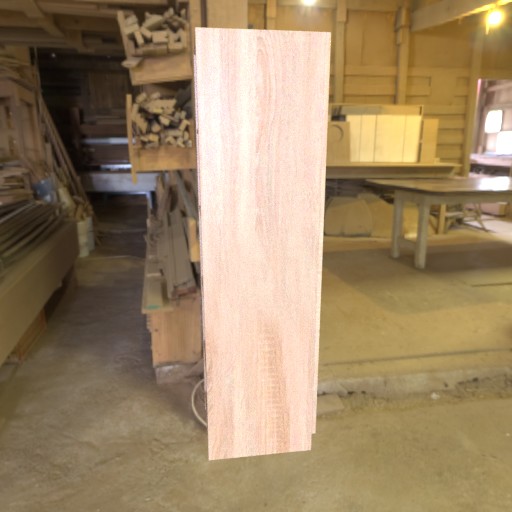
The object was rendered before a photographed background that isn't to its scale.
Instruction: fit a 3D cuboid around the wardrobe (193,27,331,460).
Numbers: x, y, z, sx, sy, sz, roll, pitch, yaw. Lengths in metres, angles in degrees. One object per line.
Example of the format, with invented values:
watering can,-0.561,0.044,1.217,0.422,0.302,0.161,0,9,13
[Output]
wardrobe,0.000,0.000,2.390,0.588,2.117,0.496,-2,15,-8
